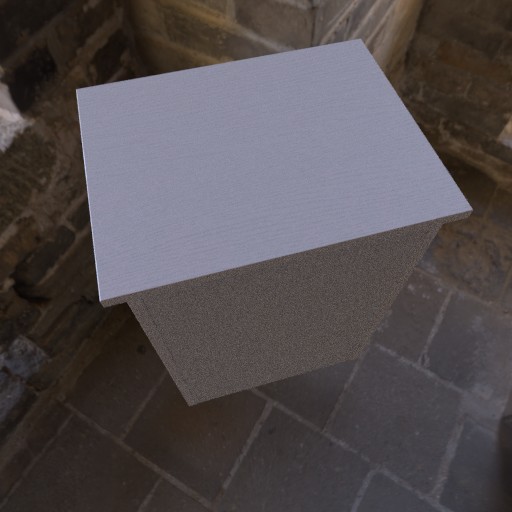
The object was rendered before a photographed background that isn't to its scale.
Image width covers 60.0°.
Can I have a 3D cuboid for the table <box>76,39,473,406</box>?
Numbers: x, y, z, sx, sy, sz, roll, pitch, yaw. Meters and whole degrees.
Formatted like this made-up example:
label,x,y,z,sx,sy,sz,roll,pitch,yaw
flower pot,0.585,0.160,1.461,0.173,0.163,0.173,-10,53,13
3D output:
label,x,y,z,sx,sy,sz,roll,pitch,yaw
table,0.000,0.000,0.909,0.480,0.635,0.381,-14,60,-8
